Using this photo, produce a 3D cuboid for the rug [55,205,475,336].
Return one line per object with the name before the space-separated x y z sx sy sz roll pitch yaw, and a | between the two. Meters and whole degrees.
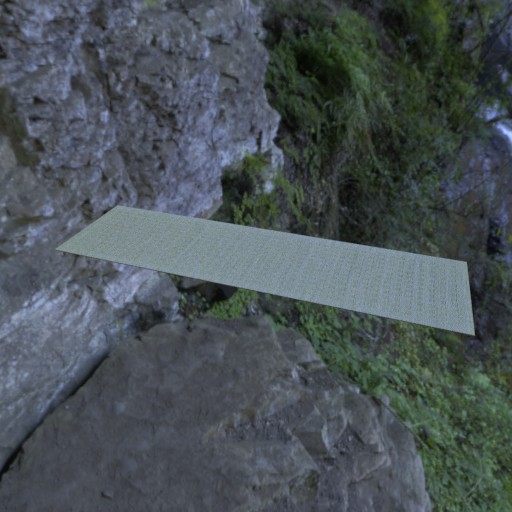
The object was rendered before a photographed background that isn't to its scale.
rug | 0.000 0.000 2.722 2.437 0.006 0.686 10 33 16
